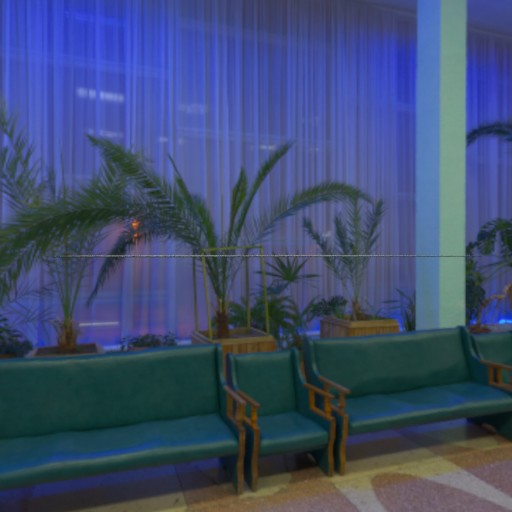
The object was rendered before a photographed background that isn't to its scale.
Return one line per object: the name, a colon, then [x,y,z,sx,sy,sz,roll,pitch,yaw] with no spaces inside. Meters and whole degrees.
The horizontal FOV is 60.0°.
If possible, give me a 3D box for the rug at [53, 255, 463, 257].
rug: [0.000,0.000,4.285,3.371,0.008,2.190,0,0,-18]
